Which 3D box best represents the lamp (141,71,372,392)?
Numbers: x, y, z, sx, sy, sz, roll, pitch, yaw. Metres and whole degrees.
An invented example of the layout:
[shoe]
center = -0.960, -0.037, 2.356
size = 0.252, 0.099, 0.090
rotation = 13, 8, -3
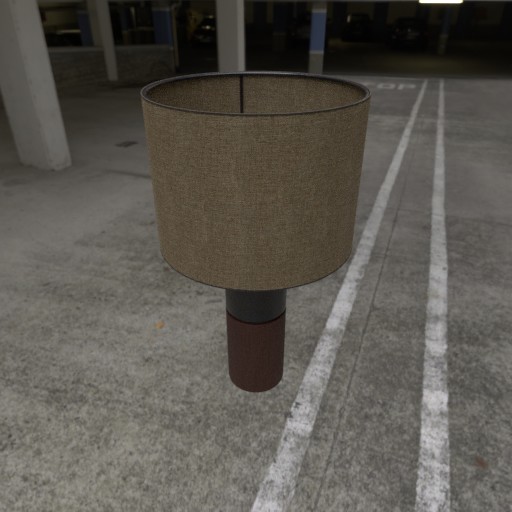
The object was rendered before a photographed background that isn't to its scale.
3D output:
[lamp]
center = 0.000, 0.000, 0.485
size = 0.202, 0.350, 0.202
rotation = 0, 31, 0
